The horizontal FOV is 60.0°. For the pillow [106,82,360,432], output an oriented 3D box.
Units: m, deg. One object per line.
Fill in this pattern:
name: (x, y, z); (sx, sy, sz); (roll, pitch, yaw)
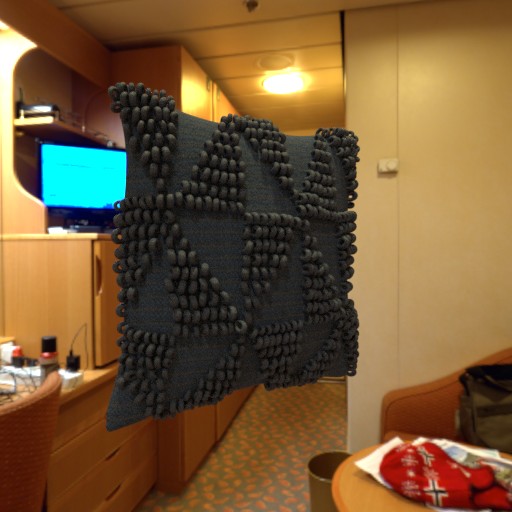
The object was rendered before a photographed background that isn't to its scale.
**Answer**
pillow: (0.000, 0.000, 0.711); (0.469, 0.466, 0.172); (0, 1, -34)
